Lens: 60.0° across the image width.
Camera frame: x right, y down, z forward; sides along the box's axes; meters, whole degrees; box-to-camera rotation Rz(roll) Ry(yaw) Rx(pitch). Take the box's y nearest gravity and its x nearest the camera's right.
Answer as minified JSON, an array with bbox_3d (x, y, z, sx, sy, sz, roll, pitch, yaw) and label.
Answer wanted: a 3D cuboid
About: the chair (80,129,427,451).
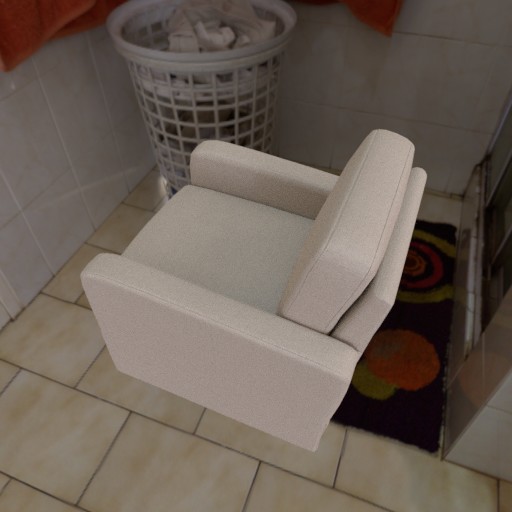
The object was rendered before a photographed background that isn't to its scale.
[{"bbox_3d":[0.000,0.000,1.474,0.888,0.827,0.755,17,49,16],"label":"chair"}]
